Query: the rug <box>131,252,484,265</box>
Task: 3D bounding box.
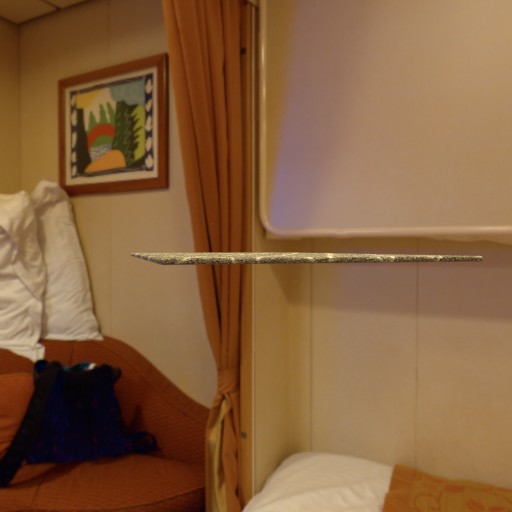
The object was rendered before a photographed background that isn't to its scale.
[{"bbox_3d":[0.000,0.000,3.484,1.778,0.030,2.743,0,1,-18],"label":"rug"}]
